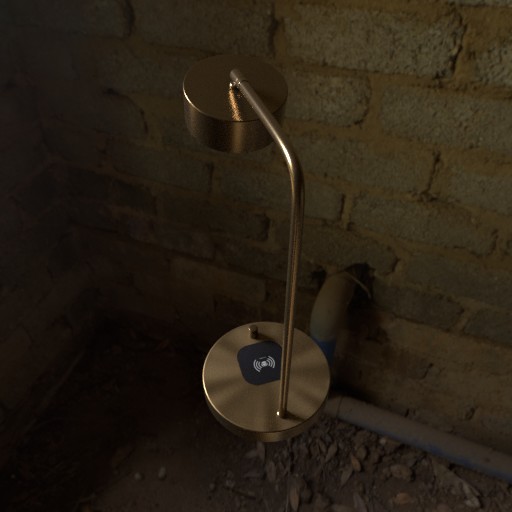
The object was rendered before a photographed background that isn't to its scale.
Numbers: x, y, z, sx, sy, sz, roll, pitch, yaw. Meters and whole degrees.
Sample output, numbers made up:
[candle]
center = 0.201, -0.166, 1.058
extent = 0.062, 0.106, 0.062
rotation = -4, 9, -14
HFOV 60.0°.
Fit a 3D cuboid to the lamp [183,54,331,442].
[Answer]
[lamp]
center = 0.000, 0.000, 0.519
extent = 0.171, 0.380, 0.270
rotation = -11, 43, -12
